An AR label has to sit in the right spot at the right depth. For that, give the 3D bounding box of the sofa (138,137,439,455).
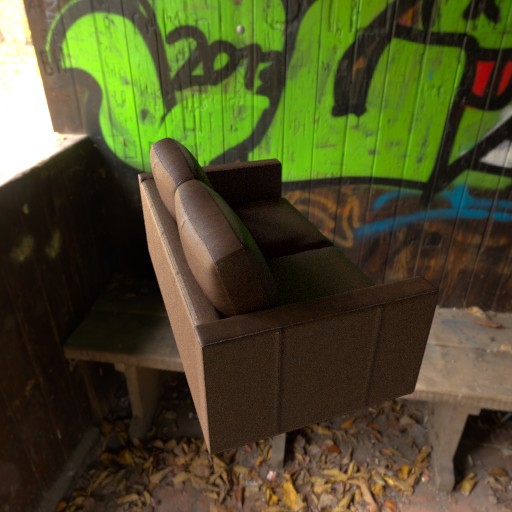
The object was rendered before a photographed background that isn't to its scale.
[{"bbox_3d":[0.000,0.000,2.193,0.909,0.951,1.578,-10,32,-17],"label":"sofa"}]
